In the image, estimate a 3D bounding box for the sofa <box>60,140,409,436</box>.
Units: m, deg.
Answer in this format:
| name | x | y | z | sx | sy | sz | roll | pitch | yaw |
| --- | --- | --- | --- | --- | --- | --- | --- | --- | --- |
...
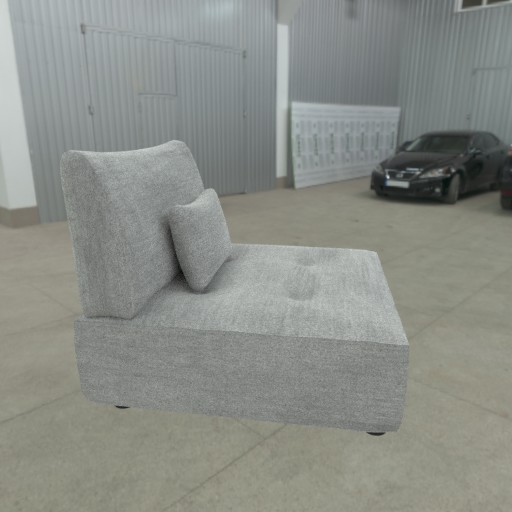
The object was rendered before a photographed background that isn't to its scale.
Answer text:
| name | x | y | z | sx | sy | sz | roll | pitch | yaw |
| --- | --- | --- | --- | --- | --- | --- | --- | --- | --- |
| sofa | 0.000 | 0.000 | 1.684 | 1.000 | 0.820 | 0.930 | 3 | 17 | 9 |
